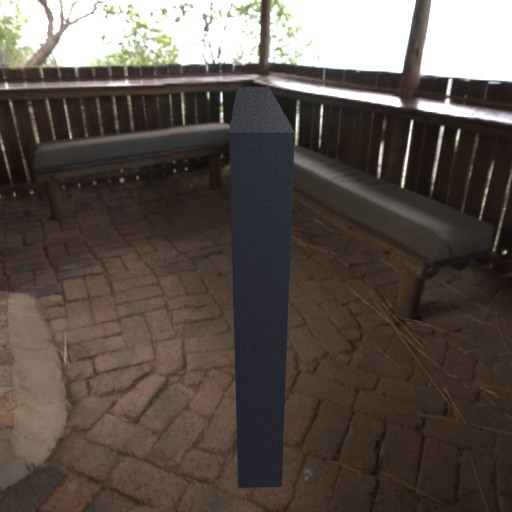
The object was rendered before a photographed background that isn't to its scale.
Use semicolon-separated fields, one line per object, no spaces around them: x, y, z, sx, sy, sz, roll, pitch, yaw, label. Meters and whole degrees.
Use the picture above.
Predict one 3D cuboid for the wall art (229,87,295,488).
0.000;0.000;0.459;0.038;0.304;0.304;-1;26;-1;wall art
